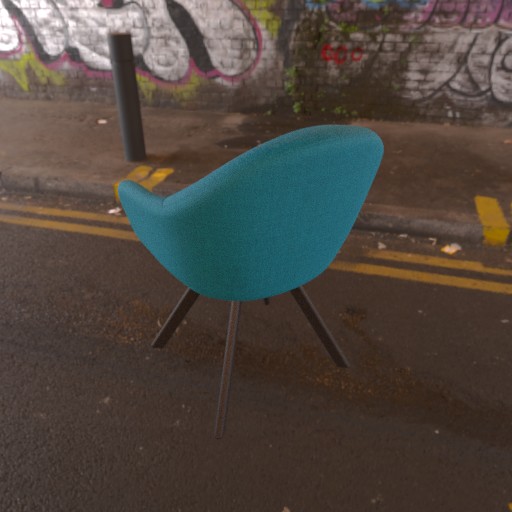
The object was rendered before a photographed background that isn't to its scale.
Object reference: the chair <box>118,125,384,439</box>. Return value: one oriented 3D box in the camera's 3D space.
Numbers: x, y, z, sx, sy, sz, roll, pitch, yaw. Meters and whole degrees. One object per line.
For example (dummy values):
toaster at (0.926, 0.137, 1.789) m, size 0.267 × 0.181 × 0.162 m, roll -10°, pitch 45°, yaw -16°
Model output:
chair at (0.000, 0.000, 1.223) m, size 0.590 × 0.795 × 0.550 m, roll -19°, pitch 35°, yaw -29°
